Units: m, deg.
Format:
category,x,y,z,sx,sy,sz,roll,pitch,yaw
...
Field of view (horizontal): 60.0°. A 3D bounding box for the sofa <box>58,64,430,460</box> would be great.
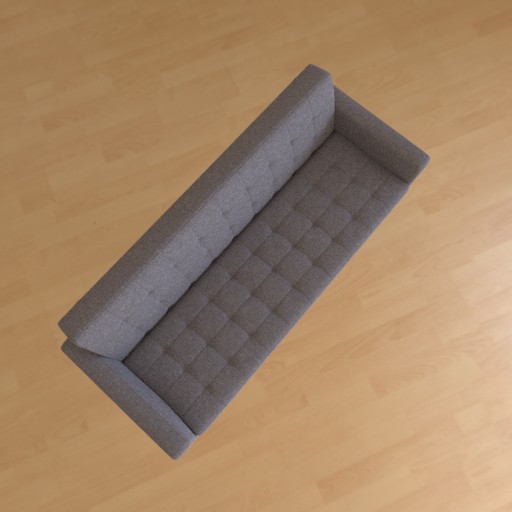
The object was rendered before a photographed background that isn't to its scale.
category,x,y,z,sx,sy,sz,roll,pitch,yaw
sofa,0.000,0.000,2.437,0.810,0.850,2.040,40,79,9
